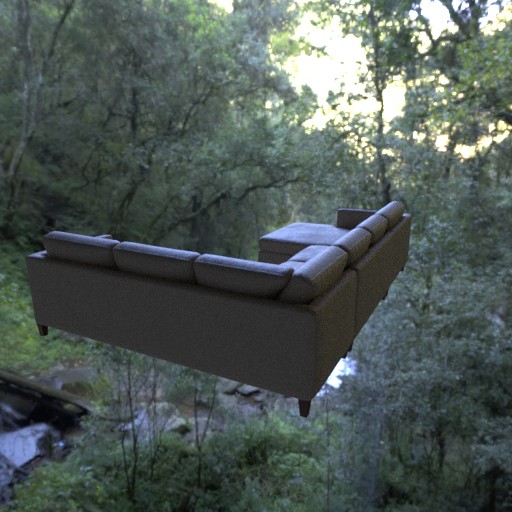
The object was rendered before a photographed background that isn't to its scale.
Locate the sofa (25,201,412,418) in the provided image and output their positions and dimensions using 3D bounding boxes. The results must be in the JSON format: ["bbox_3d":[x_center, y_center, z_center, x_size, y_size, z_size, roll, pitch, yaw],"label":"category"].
[{"bbox_3d":[0.000,0.000,4.549,2.551,0.889,3.403,8,18,26],"label":"sofa"}]
